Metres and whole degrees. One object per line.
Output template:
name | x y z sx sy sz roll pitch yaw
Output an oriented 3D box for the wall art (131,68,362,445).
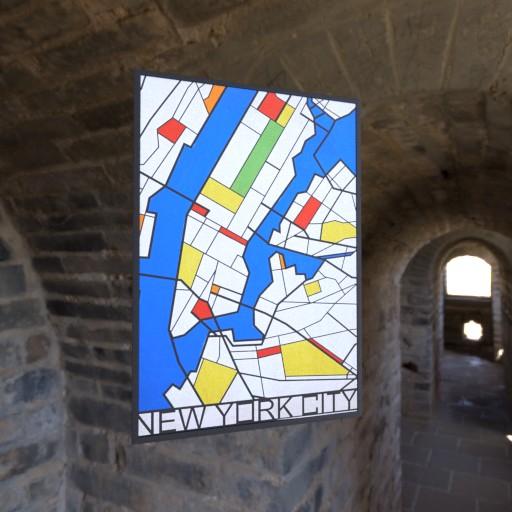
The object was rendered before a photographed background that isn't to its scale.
wall art | 0.000 0.000 0.857 0.460 0.660 0.013 0 -1 -19
